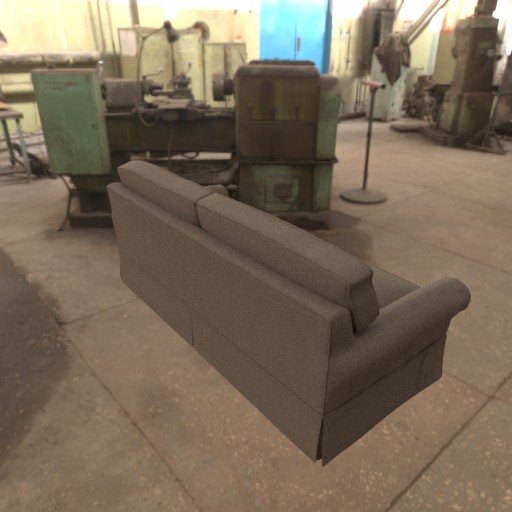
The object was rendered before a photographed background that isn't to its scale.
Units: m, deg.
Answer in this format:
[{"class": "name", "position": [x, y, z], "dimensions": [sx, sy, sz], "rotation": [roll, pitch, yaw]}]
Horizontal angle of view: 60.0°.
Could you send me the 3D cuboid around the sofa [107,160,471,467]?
[{"class": "sofa", "position": [0.000, 0.000, 2.728], "dimensions": [0.991, 0.943, 2.248], "rotation": [-19, 32, -34]}]
